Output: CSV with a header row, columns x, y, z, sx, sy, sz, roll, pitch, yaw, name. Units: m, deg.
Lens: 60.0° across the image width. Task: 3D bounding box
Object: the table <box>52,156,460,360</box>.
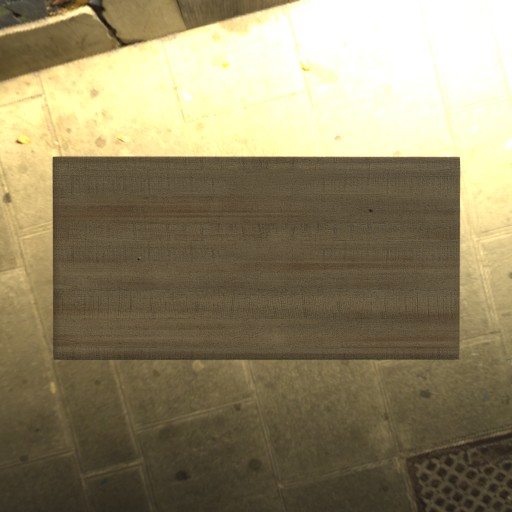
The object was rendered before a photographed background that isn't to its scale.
x,y,z,sx,sy,sz,roll,pitch,yaw,name
0.000,0.000,1.001,0.599,0.701,0.300,0,91,0,table
